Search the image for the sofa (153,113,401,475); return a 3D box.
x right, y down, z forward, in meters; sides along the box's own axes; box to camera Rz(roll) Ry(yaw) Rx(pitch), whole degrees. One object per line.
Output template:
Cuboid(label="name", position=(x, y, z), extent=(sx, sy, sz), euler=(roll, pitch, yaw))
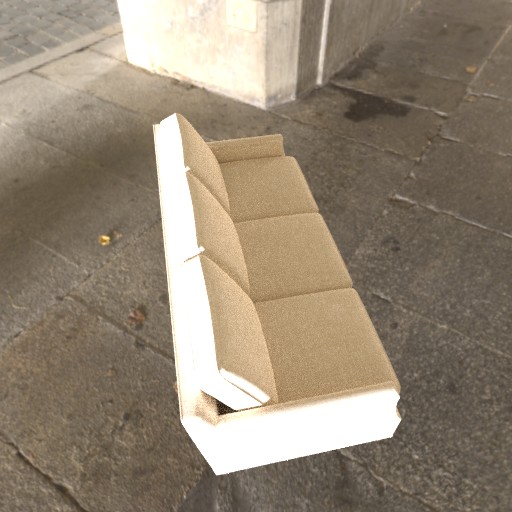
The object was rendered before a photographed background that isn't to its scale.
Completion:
Cuboid(label="sofa", position=(0.000, 0.000, 2.746), extent=(1.041, 0.940, 2.210), euler=(-9, 48, -8))
